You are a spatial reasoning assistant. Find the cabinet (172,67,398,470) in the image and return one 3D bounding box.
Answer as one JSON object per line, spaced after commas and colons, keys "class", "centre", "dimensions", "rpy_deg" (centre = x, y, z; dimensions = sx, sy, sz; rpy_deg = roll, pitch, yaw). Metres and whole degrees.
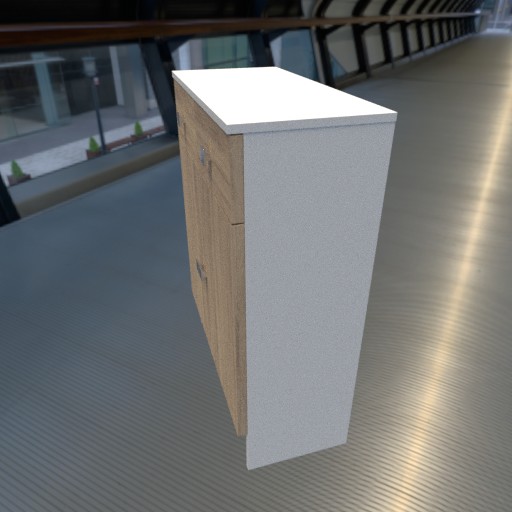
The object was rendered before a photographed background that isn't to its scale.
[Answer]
{"class": "cabinet", "centre": [0.000, 0.000, 1.130], "dimensions": [0.296, 0.815, 0.600], "rpy_deg": [-9, 31, -15]}
